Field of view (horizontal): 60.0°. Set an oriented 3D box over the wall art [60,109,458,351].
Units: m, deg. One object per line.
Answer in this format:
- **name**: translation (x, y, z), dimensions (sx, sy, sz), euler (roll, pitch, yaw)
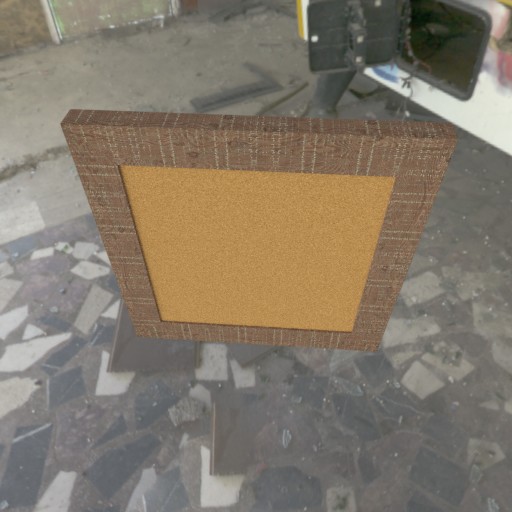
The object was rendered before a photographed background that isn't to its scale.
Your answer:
- **wall art**: translation (0.000, 0.000, 0.797), dimensions (0.531, 0.531, 0.040), euler (3, 47, 3)
